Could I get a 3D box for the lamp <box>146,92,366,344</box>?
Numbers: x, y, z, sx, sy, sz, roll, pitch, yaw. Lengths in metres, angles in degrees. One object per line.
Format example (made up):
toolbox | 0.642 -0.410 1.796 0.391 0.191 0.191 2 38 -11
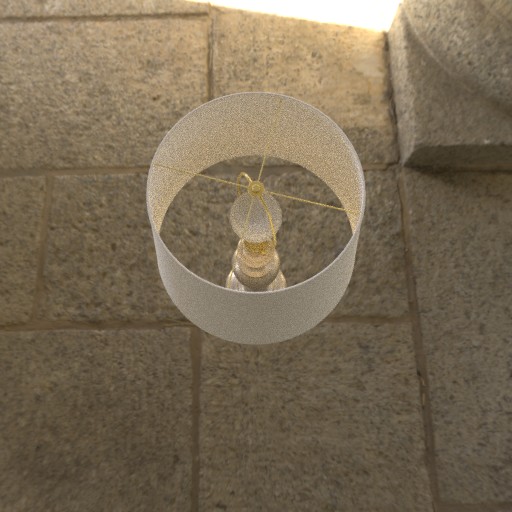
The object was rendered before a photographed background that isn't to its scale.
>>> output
lamp | 0.000 0.000 0.808 0.328 0.612 0.328 0 75 0
